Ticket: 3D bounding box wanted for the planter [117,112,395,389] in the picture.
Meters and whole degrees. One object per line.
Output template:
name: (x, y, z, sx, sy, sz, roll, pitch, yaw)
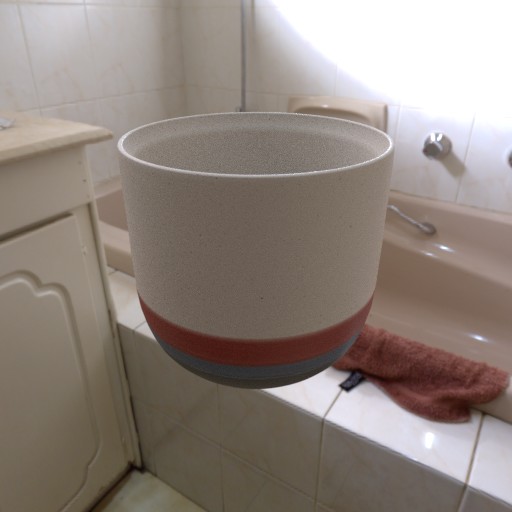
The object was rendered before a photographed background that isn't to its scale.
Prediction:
planter: (0.000, 0.000, 0.502, 0.268, 0.270, 0.268, 0, 28, 0)
